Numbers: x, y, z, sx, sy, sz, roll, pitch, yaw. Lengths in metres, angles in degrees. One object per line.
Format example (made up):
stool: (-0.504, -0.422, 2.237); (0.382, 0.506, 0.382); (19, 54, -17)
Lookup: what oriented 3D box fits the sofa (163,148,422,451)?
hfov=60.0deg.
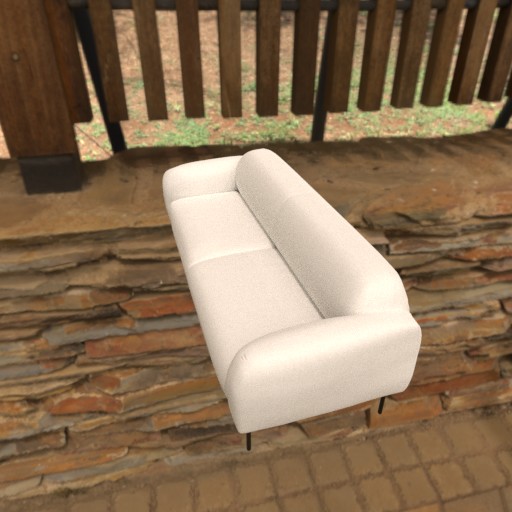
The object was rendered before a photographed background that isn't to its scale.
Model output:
sofa: (0.000, 0.000, 2.751); (0.880, 0.780, 2.257); (-9, 33, -15)
